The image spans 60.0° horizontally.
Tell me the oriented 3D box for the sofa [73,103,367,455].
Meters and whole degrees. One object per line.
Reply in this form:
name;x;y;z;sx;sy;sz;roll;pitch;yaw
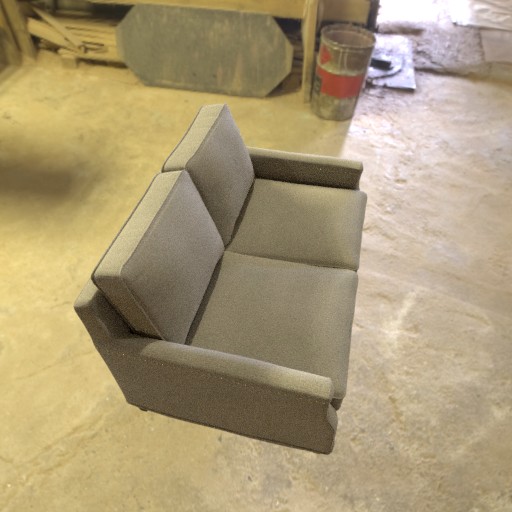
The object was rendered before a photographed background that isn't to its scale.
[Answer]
sofa;0.000;0.000;2.329;1.084;1.003;1.597;10;47;9
